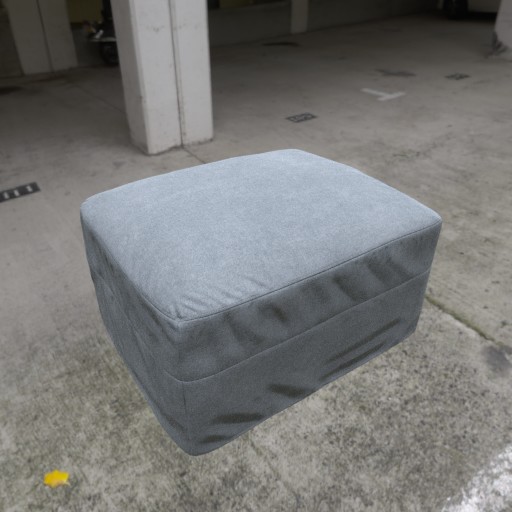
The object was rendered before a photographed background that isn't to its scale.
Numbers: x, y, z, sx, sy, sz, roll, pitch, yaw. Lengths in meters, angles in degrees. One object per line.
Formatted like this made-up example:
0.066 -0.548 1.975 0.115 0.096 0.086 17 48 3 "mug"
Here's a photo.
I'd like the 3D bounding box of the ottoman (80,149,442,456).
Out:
0.000 0.000 1.295 0.837 0.481 0.683 -20 37 -29 "ottoman"
